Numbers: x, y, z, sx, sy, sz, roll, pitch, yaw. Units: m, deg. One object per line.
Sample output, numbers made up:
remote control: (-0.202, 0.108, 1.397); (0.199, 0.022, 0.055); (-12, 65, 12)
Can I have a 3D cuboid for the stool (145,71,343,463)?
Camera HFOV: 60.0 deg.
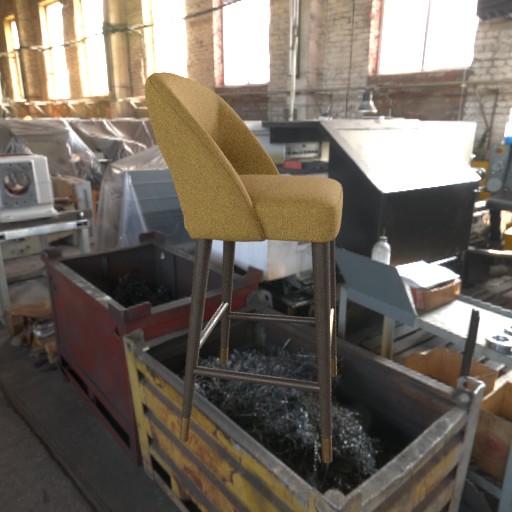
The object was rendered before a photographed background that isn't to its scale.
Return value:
stool: (0.000, 0.000, 1.335); (0.522, 1.032, 0.536); (3, 18, 11)
